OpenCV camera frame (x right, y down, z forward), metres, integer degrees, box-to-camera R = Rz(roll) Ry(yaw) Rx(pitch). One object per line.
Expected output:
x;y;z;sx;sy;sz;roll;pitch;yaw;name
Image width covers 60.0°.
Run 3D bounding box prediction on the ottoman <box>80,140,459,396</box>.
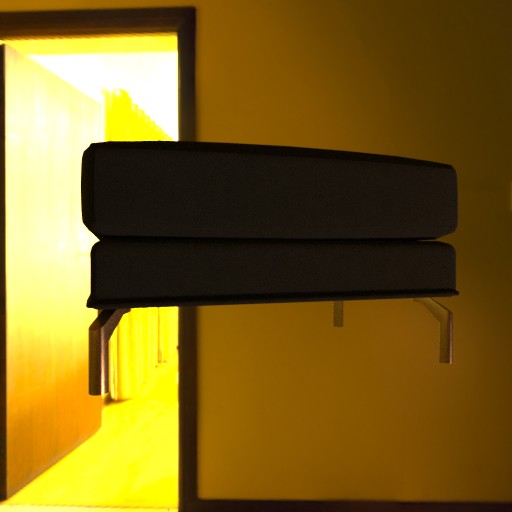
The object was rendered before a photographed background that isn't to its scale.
0.000;0.000;1.179;0.835;0.498;0.587;0;0;-18;ottoman
